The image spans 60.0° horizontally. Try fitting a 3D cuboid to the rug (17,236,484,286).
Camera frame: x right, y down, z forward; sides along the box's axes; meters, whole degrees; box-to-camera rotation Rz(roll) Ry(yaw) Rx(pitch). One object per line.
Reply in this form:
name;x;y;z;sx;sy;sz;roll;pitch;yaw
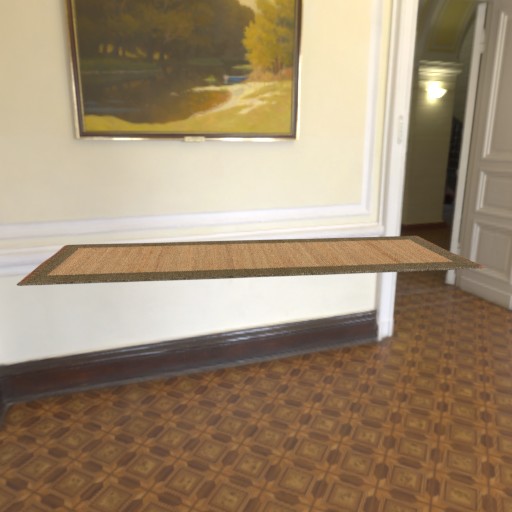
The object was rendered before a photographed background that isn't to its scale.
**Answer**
rug;0.000;0.000;2.641;2.413;0.016;0.810;-2;15;-6
